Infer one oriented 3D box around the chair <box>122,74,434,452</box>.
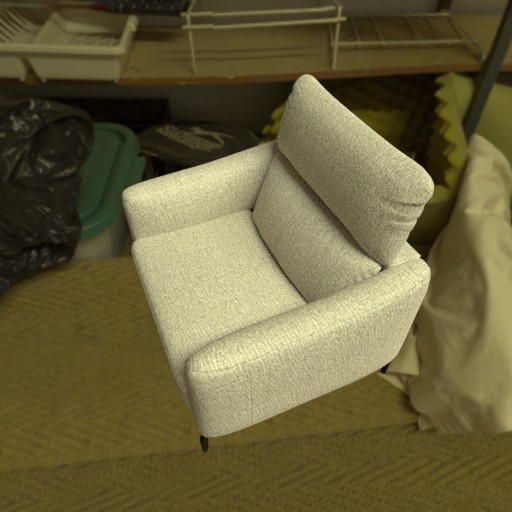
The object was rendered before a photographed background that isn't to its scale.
[{"bbox_3d":[0.000,0.000,1.653,0.835,0.967,0.972,-18,49,-16],"label":"chair"}]
